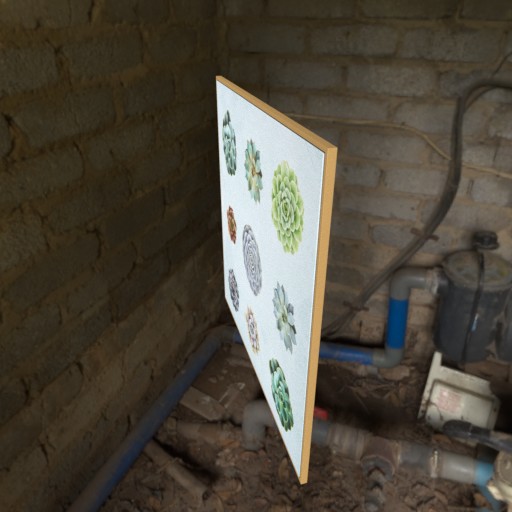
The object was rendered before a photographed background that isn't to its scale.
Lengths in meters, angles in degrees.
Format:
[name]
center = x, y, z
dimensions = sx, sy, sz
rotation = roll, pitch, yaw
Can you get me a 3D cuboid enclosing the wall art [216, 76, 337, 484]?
[wall art]
center = 0.000, 0.000, 0.971
dimensions = 0.014, 0.655, 0.657
rotation = -8, 30, -14
